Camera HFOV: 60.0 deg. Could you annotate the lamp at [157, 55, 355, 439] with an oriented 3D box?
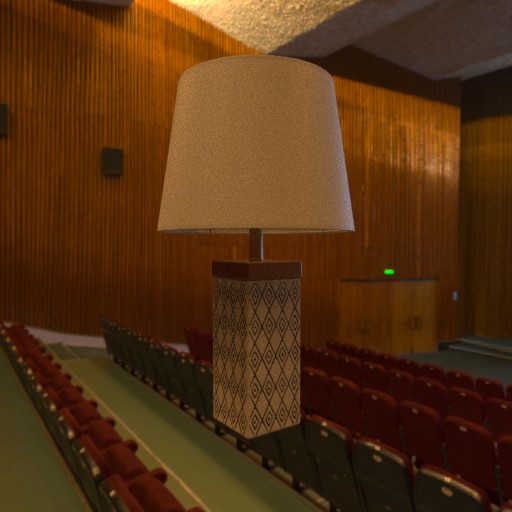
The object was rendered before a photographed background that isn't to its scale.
[{"bbox_3d":[0.000,0.000,0.578,0.251,0.435,0.251,0,1,0],"label":"lamp"}]
